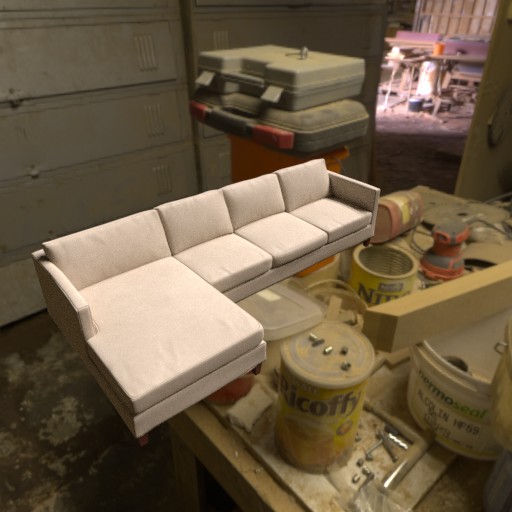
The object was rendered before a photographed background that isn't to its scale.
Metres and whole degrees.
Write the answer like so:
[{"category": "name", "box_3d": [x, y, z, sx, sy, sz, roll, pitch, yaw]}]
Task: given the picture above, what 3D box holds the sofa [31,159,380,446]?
[{"category": "sofa", "box_3d": [0.000, 0.000, 3.876, 3.186, 0.846, 1.625, -23, 37, -34]}]
